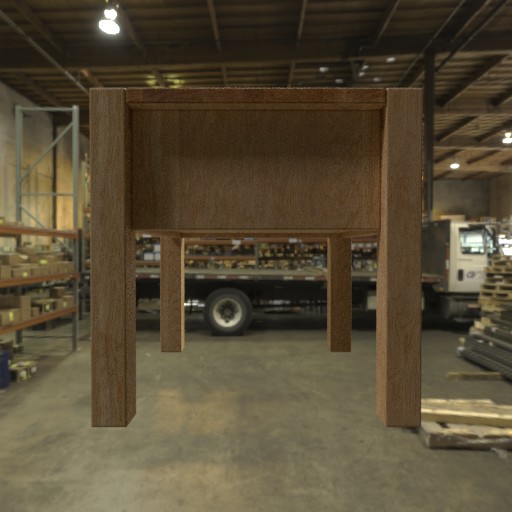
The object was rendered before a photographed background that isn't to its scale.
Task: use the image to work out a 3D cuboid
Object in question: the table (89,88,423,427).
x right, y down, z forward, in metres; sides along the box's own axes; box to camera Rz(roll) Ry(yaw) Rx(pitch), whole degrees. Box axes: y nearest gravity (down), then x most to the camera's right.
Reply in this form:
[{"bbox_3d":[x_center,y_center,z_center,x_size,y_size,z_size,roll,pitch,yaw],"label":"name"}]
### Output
[{"bbox_3d":[0.000,0.000,0.825,0.440,0.450,0.480,0,1,0],"label":"table"}]
